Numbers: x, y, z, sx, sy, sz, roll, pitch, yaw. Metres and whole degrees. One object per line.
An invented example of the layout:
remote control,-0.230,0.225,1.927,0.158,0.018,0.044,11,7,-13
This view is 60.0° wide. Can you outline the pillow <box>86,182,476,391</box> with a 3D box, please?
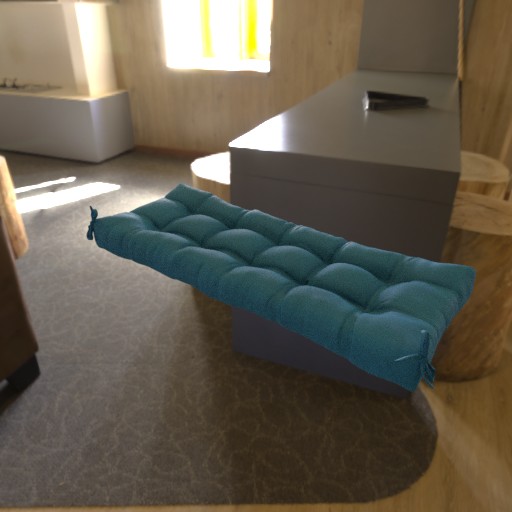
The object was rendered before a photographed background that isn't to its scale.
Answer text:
pillow,0.000,0.000,1.336,1.194,0.174,0.511,20,35,31
